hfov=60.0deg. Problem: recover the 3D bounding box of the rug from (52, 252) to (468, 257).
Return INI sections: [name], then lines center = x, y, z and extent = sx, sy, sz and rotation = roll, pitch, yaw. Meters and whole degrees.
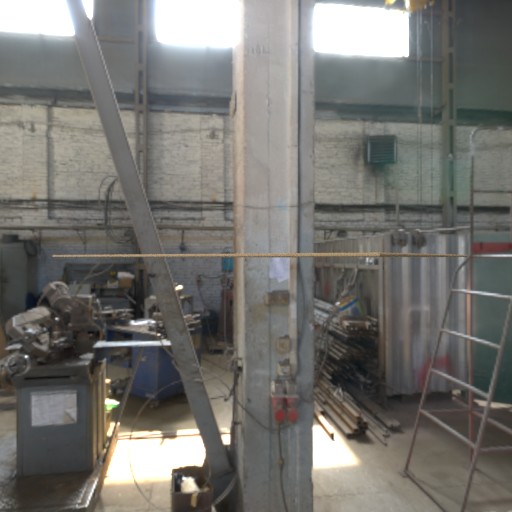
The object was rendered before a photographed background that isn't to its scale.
[rug]
center = 0.000, 0.000, 2.914
extent = 2.290, 0.014, 1.526
rotation = 0, 0, 36
